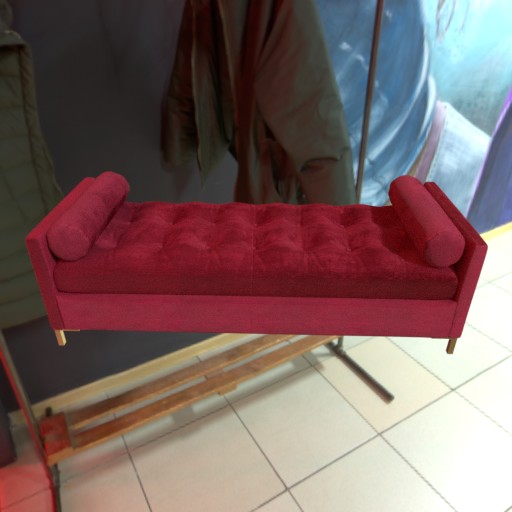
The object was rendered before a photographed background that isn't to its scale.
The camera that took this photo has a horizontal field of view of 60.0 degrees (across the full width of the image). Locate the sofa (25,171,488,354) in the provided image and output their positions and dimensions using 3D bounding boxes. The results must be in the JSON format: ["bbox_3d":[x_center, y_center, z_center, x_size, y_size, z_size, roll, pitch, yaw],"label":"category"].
[{"bbox_3d":[0.000,0.000,2.449,2.102,0.705,0.796,1,31,2],"label":"sofa"}]
